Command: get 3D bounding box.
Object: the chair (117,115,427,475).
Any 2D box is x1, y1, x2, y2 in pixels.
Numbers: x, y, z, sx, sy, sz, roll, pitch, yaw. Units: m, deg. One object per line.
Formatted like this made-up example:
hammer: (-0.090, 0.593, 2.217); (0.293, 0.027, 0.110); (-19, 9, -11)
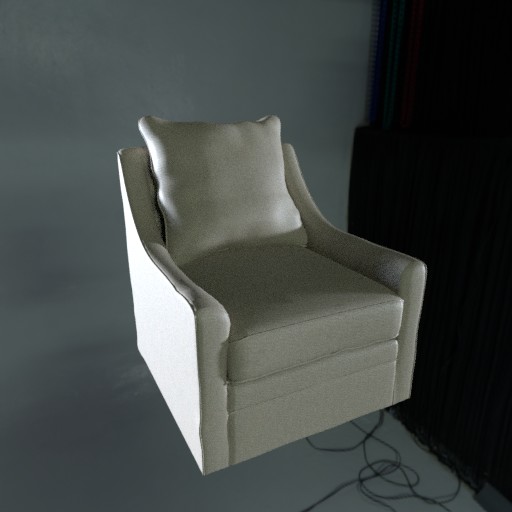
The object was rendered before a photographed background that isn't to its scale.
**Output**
chair: (0.000, 0.000, 1.568); (0.760, 0.942, 0.876); (-9, 20, -26)
